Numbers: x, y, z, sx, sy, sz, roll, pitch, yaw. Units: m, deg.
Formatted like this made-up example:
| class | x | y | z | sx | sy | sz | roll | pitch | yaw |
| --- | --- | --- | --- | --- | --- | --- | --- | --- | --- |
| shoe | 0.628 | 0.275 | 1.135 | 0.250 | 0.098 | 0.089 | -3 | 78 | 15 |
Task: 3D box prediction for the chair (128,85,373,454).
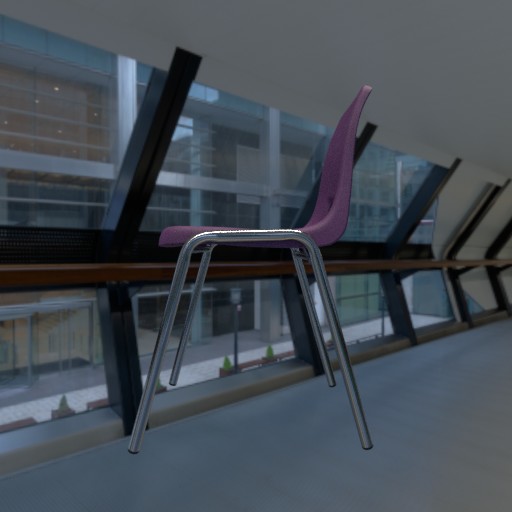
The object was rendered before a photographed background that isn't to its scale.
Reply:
| class | x | y | z | sx | sy | sz | roll | pitch | yaw |
| --- | --- | --- | --- | --- | --- | --- | --- | --- | --- |
| chair | 0.000 | 0.000 | 0.918 | 0.432 | 0.654 | 0.381 | 0 | 1 | 0 |
